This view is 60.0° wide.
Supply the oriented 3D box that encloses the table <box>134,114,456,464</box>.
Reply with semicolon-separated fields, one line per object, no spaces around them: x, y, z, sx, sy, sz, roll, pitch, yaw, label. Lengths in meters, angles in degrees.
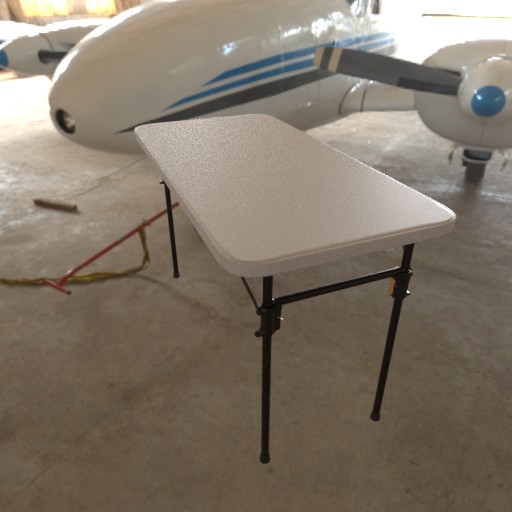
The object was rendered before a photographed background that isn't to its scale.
0.000;0.000;1.628;0.610;0.729;1.219;-12;32;-19;table
